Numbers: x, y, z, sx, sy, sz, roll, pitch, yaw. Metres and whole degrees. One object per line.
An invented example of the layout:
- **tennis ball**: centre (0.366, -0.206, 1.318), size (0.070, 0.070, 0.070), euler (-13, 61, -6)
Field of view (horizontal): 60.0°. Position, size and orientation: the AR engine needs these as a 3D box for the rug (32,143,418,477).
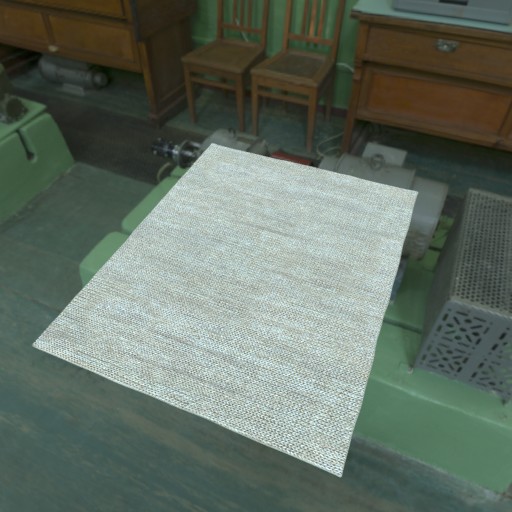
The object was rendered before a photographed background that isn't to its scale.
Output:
- **rug**: centre (0.000, 0.000, 4.006), size (2.429, 0.030, 3.052), euler (17, 48, 16)
